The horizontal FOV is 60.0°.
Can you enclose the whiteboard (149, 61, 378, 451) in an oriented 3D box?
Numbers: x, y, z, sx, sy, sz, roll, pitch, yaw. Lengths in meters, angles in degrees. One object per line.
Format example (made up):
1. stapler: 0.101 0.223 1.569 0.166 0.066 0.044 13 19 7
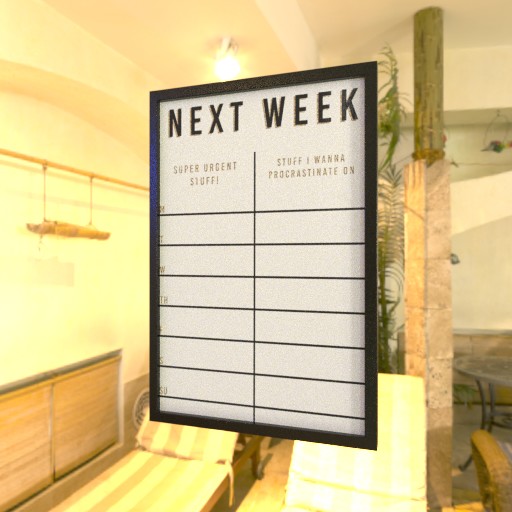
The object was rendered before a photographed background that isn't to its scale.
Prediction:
1. whiteboard: 0.000 0.000 0.766 0.406 0.611 0.026 0 0 18
